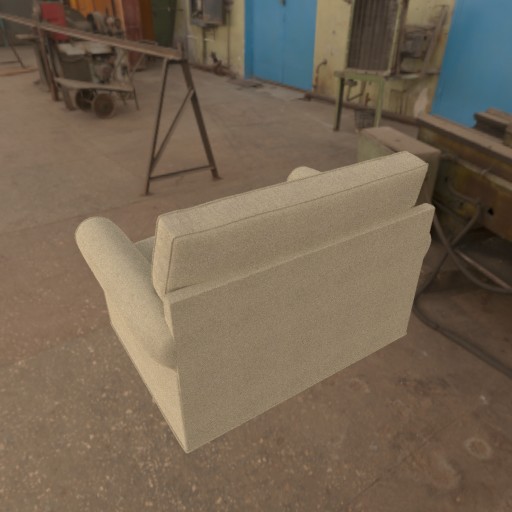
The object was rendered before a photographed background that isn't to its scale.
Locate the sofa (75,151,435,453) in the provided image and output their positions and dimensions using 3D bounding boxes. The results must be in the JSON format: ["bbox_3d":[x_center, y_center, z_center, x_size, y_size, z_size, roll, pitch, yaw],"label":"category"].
[{"bbox_3d":[0.000,0.000,2.086,1.405,0.991,0.936,-19,36,-28],"label":"sofa"}]
